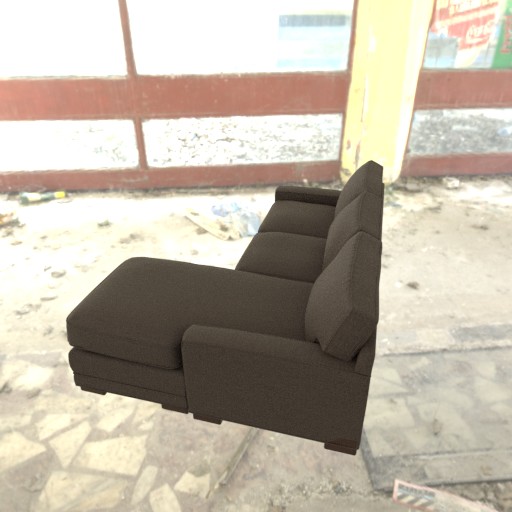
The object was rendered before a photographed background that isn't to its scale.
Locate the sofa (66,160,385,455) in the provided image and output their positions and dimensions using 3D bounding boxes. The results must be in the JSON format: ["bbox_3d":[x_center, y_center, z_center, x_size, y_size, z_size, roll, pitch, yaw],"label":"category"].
[{"bbox_3d":[0.000,0.000,3.363,1.790,0.973,2.370,8,31,13],"label":"sofa"}]
